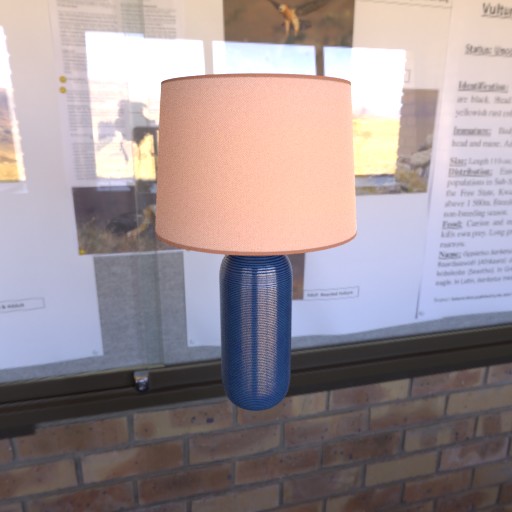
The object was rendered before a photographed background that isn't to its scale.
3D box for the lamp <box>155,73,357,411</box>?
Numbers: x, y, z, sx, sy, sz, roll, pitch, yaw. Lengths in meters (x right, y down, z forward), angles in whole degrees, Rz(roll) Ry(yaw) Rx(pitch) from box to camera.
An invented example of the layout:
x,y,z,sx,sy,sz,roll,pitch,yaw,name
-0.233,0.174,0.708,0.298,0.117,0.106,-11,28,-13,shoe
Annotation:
x,y,z,sx,sy,sz,roll,pitch,yaw,name
0.000,0.000,0.841,0.367,0.609,0.367,0,16,0,lamp
